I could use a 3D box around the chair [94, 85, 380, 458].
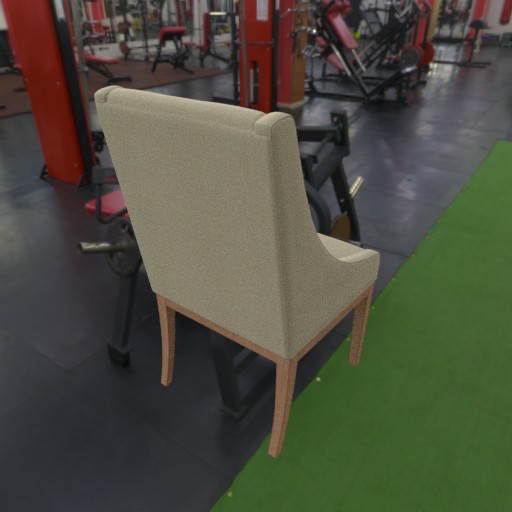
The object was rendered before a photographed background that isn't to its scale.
[{"bbox_3d":[0.000,0.000,1.377,0.575,1.021,0.611,21,36,31],"label":"chair"}]
